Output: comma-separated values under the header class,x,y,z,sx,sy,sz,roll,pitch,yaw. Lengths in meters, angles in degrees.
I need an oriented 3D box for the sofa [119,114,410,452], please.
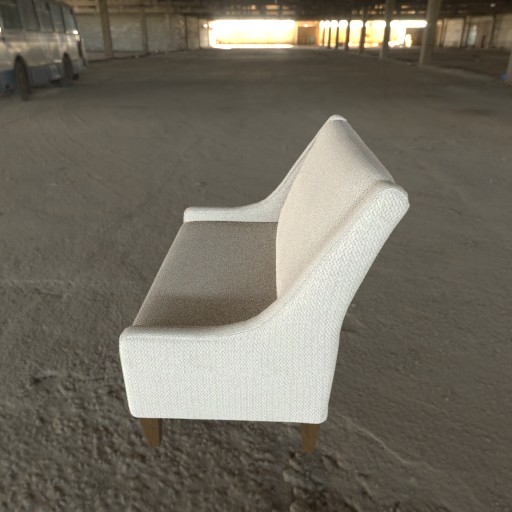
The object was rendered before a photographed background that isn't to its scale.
class,x,y,z,sx,sy,sz,roll,pitch,yaw
sofa,0.000,0.000,1.932,0.870,1.022,1.242,1,26,2
